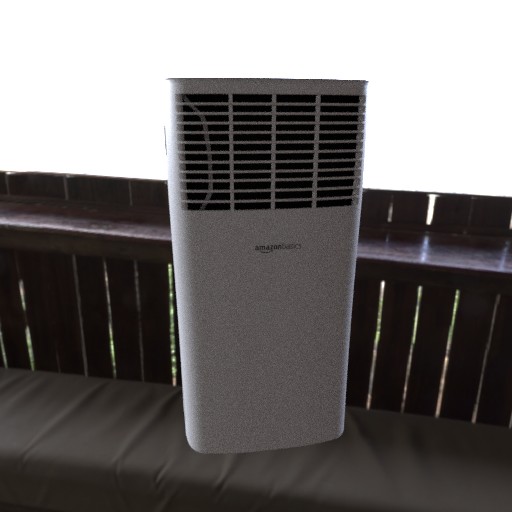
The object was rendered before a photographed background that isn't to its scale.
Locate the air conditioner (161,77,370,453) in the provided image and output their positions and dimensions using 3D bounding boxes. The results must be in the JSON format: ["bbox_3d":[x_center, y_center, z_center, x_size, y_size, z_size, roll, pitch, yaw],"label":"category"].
[{"bbox_3d":[0.000,0.000,0.811,0.304,0.606,0.349,-3,17,-8],"label":"air conditioner"}]
